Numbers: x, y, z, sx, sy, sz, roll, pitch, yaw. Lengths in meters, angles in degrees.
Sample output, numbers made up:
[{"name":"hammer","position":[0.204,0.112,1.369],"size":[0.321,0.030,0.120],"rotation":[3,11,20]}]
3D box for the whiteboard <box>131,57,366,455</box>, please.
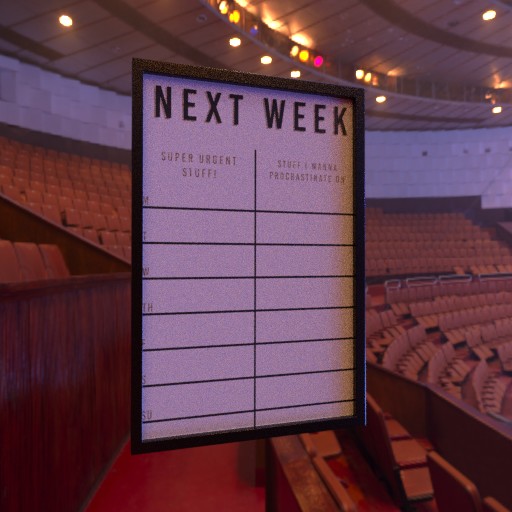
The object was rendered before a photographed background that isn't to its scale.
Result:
[{"name":"whiteboard","position":[0.000,0.000,0.750],"size":[0.406,0.611,0.026],"rotation":[0,-1,-18]}]
